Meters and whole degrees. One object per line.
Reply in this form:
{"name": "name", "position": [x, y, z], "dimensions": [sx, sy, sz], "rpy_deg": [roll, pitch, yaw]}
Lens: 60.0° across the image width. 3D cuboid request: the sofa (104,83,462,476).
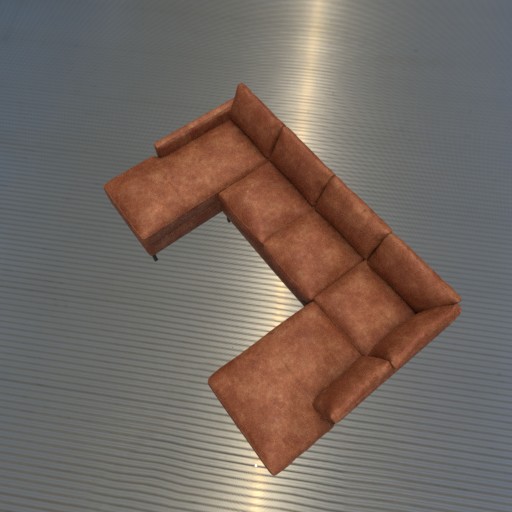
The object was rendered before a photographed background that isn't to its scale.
{"name": "sofa", "position": [0.000, 0.000, 3.921], "dimensions": [1.939, 0.900, 2.956], "rpy_deg": [-35, 69, -15]}
